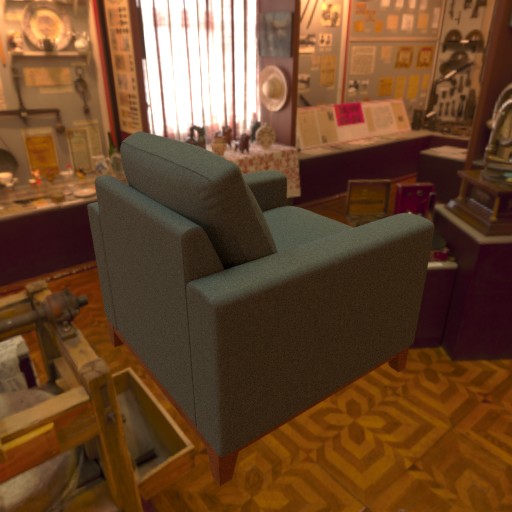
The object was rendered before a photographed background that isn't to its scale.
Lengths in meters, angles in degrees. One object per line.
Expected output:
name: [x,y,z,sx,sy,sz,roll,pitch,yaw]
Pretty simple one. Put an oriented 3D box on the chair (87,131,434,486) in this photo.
chair: [0.000,0.000,1.874,1.038,1.010,1.024,-18,30,-33]
